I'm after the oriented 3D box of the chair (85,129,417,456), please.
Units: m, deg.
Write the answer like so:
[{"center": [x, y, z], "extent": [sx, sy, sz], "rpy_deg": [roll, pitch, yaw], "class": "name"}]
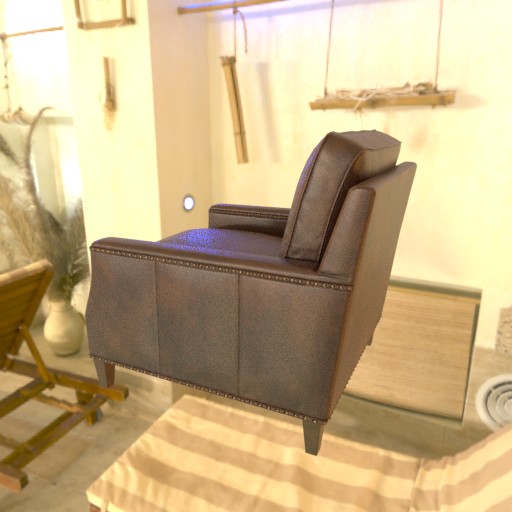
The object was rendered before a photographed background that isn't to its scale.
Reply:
[{"center": [0.000, 0.000, 1.691], "extent": [1.014, 0.929, 0.853], "rpy_deg": [8, 18, 25], "class": "chair"}]
